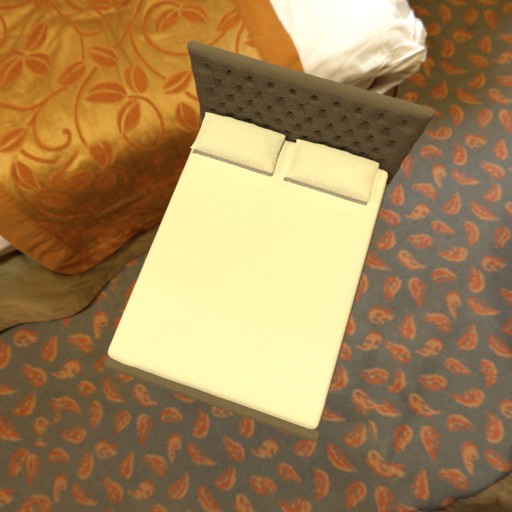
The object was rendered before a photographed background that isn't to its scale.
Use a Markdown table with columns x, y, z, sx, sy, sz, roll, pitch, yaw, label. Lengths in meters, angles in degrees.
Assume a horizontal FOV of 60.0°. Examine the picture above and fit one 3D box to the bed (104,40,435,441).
| x | y | z | sx | sy | sz | roll | pitch | yaw | label |
| --- | --- | --- | --- | --- | --- | --- | --- | --- | --- |
| 0.000 | 0.000 | 3.284 | 1.696 | 1.426 | 2.233 | 18 | 75 | 5 | bed |
